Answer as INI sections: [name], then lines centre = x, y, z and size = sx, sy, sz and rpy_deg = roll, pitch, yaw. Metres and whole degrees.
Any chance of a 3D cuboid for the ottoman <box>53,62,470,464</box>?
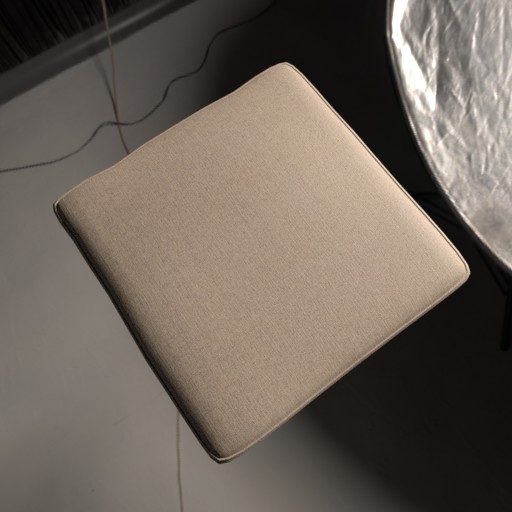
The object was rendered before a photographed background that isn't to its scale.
[ottoman]
centre = 0.000, 0.000, 1.355
size = 0.838, 0.481, 0.838
rpy_deg = -35, 77, -9
